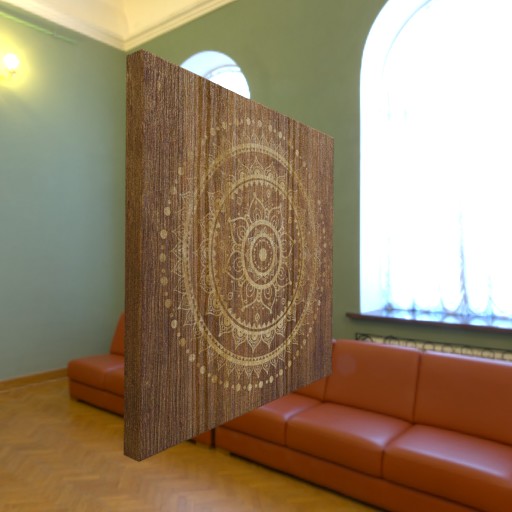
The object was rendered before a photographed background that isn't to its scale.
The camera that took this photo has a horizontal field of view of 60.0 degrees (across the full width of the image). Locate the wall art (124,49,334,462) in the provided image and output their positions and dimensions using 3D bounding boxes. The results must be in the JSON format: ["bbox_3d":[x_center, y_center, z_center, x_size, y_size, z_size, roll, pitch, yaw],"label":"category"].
[{"bbox_3d":[0.000,0.000,0.899,0.042,0.608,0.611,0,0,37],"label":"wall art"}]
